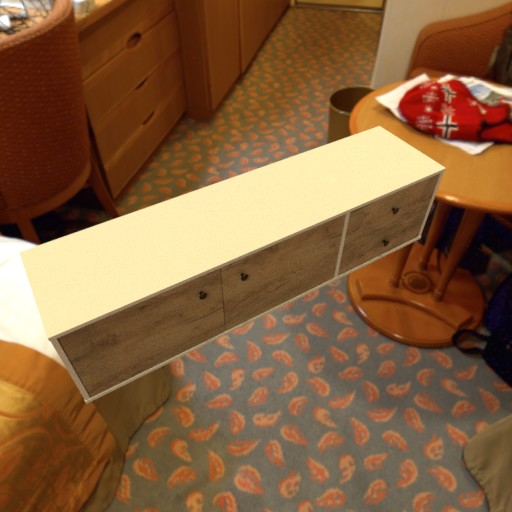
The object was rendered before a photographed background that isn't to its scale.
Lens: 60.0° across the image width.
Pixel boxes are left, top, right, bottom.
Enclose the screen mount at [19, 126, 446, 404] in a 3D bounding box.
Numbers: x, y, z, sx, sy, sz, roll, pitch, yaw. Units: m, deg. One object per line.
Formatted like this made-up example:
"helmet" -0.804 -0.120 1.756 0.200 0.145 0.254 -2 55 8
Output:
"screen mount" 0.000 0.000 1.835 1.600 0.520 0.418 -23 50 -21
